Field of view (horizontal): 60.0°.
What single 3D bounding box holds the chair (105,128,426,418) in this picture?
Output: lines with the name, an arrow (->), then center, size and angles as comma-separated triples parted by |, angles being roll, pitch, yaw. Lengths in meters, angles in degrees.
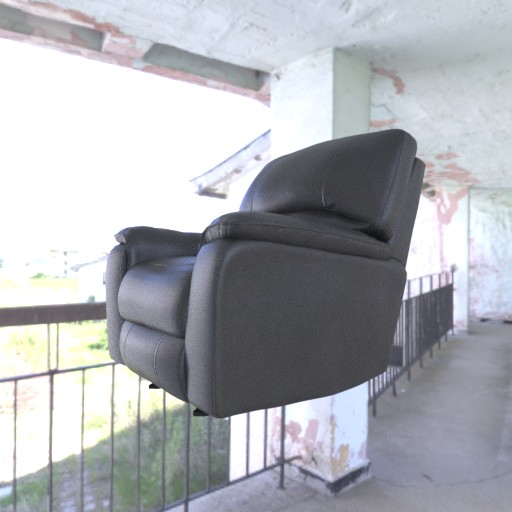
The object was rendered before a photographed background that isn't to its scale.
chair -> 0.000, 0.000, 1.951 | 1.087, 1.109, 1.096 | 0, 0, -36
